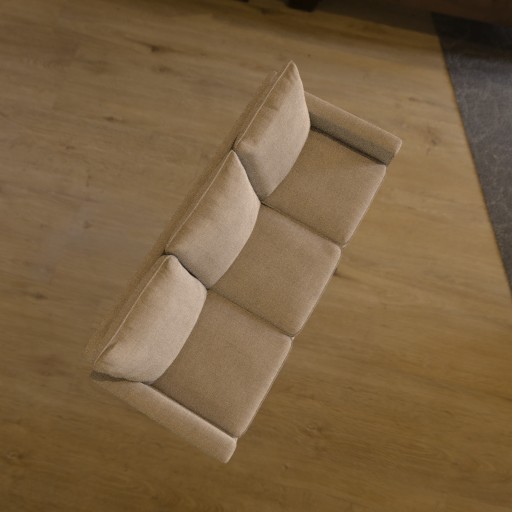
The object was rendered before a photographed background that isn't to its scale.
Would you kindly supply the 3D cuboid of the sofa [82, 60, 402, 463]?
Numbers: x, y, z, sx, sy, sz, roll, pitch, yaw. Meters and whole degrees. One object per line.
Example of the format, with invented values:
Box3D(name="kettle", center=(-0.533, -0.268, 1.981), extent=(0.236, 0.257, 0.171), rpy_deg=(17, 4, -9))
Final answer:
Box3D(name="sofa", center=(0.000, 0.000, 2.430), extent=(0.828, 0.959, 1.925), rpy_deg=(29, 76, 8))
